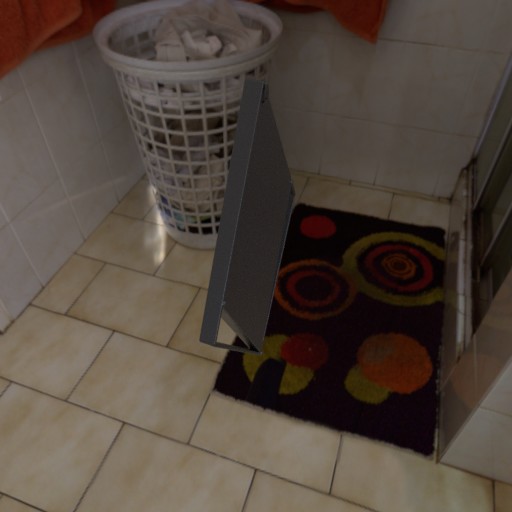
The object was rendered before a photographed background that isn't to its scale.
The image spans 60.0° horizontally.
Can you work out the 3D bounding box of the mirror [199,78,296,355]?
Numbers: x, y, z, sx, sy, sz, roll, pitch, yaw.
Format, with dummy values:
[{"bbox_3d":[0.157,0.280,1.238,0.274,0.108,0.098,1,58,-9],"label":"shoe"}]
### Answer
[{"bbox_3d":[0.000,0.000,0.840,0.032,0.679,0.419,16,48,15],"label":"mirror"}]
